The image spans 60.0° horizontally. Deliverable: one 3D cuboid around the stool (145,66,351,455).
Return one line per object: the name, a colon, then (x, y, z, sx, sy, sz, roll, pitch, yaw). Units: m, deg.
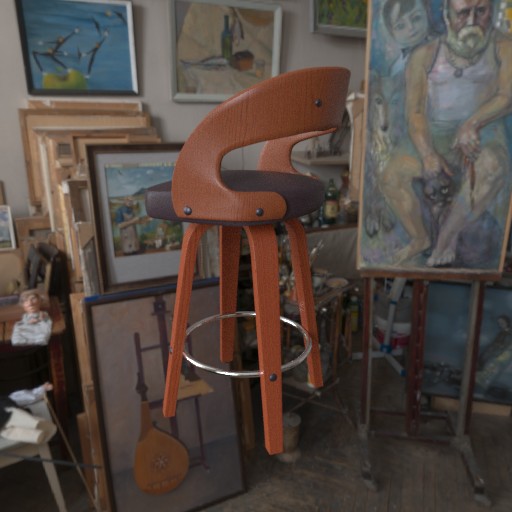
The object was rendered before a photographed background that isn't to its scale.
stool: (0.000, 0.000, 1.222, 0.457, 0.940, 0.457, 8, 19, 25)
